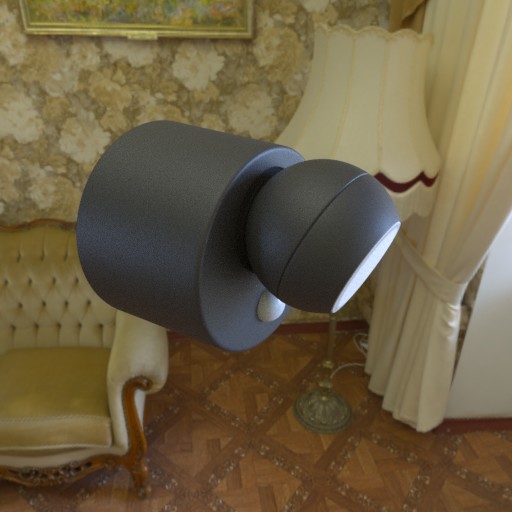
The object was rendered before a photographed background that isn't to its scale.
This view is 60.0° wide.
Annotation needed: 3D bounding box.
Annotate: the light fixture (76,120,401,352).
[{"bbox_3d":[0.000,0.000,0.267,0.160,0.143,0.134,17,31,32],"label":"light fixture"}]
